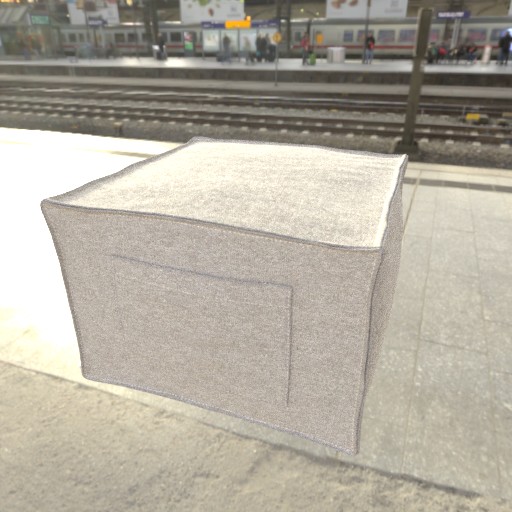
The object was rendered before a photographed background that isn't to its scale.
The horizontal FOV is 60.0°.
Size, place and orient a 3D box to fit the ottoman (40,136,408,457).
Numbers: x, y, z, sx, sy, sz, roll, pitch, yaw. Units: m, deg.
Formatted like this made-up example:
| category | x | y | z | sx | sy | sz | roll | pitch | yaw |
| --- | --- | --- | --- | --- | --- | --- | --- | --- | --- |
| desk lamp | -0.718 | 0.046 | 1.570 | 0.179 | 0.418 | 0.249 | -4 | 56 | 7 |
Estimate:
| category | x | y | z | sx | sy | sz | roll | pitch | yaw |
| --- | --- | --- | --- | --- | --- | --- | --- | --- | --- |
| ottoman | 0.000 | 0.000 | 1.150 | 0.707 | 0.470 | 0.696 | 9 | 27 | 18 |
